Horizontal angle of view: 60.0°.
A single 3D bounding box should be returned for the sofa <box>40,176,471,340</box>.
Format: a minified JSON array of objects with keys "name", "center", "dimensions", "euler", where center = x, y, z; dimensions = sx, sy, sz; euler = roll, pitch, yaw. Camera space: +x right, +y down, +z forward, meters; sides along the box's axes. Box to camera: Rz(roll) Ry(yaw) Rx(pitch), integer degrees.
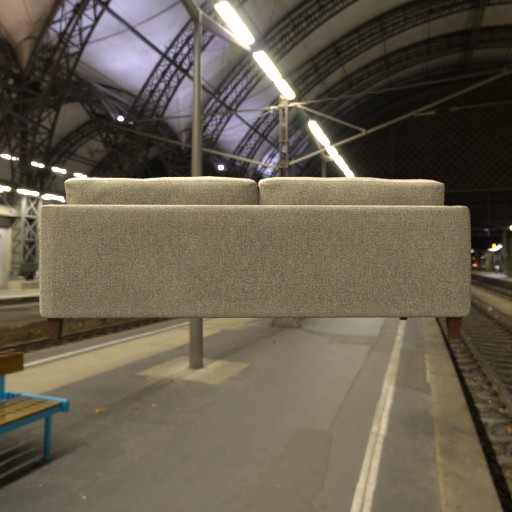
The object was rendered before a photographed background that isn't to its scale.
[{"name":"sofa","center":[0.000,0.000,2.926],"dimensions":[2.434,0.951,0.948],"euler":[0,-1,-1]}]
